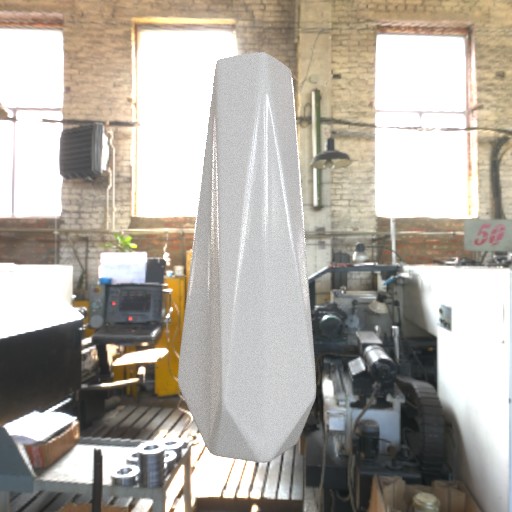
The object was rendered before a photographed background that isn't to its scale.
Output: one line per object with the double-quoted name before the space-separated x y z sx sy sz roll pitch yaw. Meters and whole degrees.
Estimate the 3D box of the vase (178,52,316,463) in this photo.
"vase" 0.000 0.000 0.393 0.116 0.329 0.122 1 -1 -36
